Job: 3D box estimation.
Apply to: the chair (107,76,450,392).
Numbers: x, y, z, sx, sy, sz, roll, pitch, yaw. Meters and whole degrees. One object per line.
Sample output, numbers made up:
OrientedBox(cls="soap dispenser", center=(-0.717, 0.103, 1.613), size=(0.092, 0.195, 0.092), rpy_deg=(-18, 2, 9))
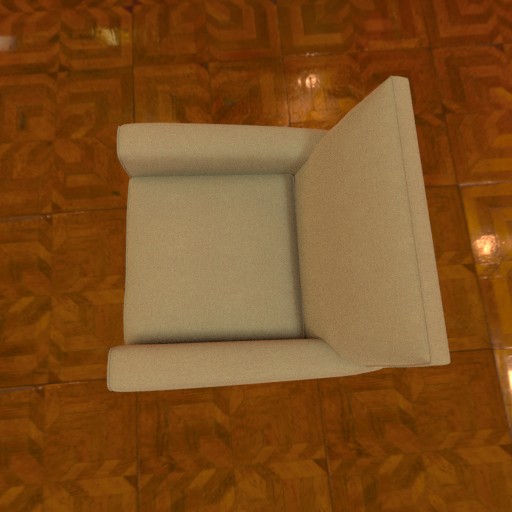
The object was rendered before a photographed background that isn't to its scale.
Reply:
OrientedBox(cls="chair", center=(0.000, 0.000, 1.506), size=(0.871, 0.846, 0.840), rpy_deg=(-2, 75, -1))
